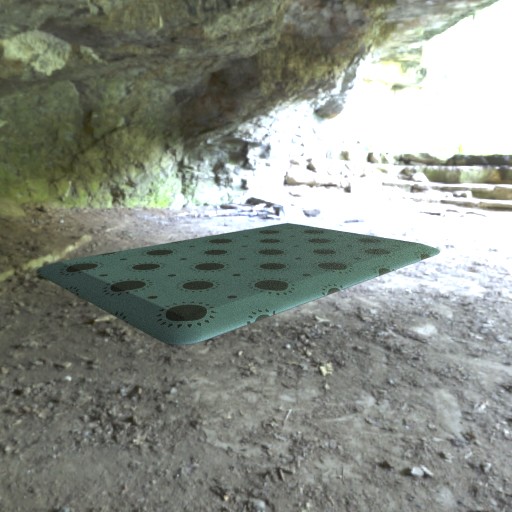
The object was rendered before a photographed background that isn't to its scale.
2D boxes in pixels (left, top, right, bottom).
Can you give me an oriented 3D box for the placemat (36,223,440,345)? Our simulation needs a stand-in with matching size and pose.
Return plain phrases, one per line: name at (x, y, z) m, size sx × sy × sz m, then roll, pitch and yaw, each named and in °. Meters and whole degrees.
placemat at (0.000, 0.000, 0.964) m, size 0.762 × 0.021 × 0.508 m, roll -13°, pitch 19°, yaw -43°
